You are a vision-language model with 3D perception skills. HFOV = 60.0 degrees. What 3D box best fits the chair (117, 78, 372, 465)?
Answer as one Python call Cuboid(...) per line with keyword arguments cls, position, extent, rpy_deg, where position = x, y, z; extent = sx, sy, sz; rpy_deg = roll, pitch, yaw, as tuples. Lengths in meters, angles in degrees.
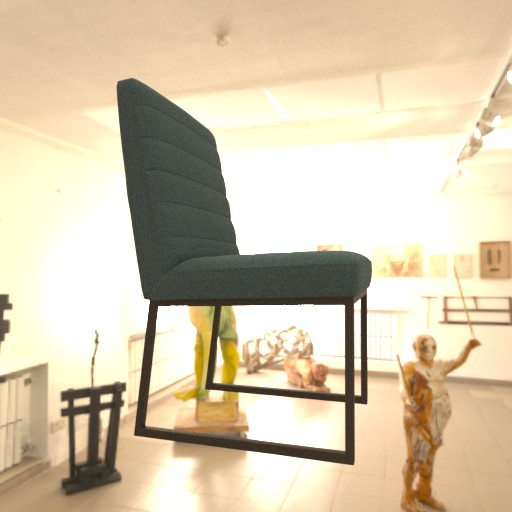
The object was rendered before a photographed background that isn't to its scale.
Cuboid(cls="chair", position=(0.000, 0.000, 1.289), extent=(0.634, 0.930, 0.520), rpy_deg=(0, -1, 18))
